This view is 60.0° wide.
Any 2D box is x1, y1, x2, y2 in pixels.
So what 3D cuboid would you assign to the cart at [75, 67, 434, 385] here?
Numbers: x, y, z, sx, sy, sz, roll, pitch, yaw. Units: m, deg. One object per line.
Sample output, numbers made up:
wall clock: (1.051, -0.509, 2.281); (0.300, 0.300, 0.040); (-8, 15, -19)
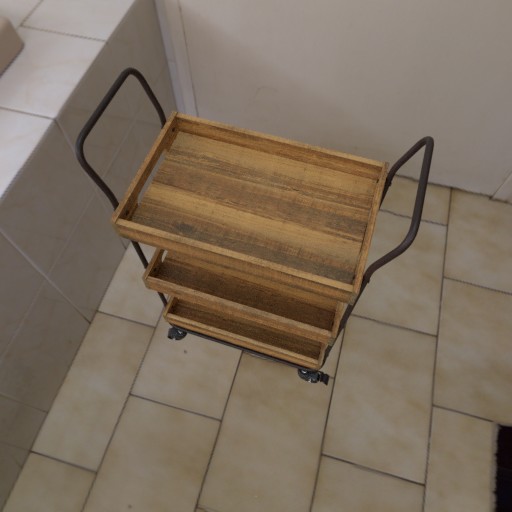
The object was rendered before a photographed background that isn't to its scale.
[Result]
cart: (0.000, 0.000, 1.129); (0.583, 0.857, 0.339); (16, 63, 9)
